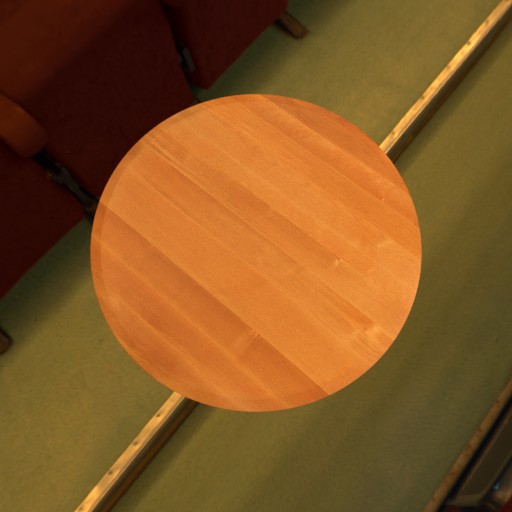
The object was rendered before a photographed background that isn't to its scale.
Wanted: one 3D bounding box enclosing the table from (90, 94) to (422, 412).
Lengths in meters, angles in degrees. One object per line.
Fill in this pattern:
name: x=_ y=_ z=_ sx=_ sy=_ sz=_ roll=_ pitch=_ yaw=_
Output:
table: x=0.000 y=0.000 z=1.396 sx=0.900 sy=0.400 sz=0.900 roll=0 pitch=75 yaw=0
